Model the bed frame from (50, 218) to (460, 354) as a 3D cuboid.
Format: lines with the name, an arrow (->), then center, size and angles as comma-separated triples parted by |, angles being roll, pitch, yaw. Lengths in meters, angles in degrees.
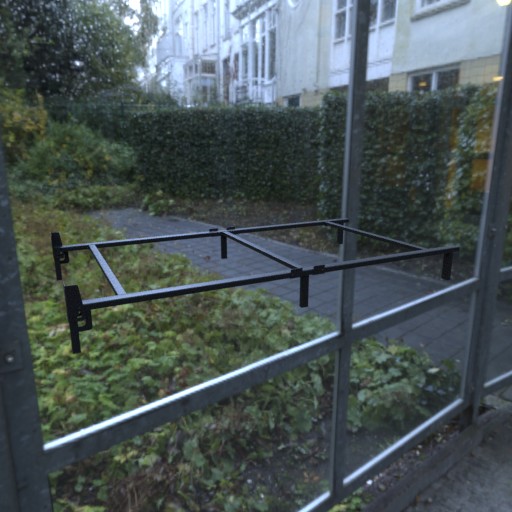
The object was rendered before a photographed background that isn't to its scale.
bed frame -> 0.000, 0.000, 2.319 | 1.897, 0.248, 0.968 | -7, 17, -26
